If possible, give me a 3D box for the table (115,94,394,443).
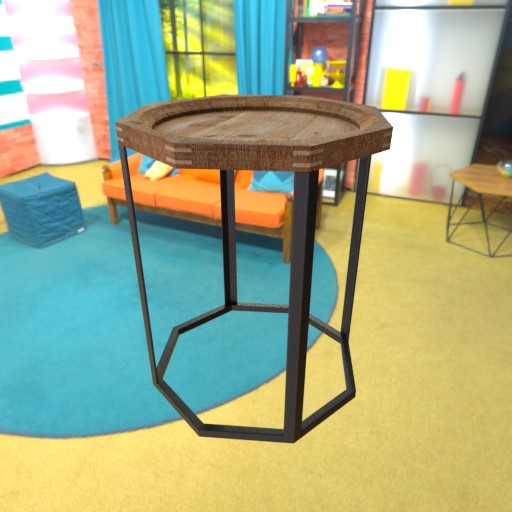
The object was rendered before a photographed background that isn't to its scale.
[{"bbox_3d":[0.000,0.000,0.874,0.458,0.543,0.458,-8,29,-15],"label":"table"}]
